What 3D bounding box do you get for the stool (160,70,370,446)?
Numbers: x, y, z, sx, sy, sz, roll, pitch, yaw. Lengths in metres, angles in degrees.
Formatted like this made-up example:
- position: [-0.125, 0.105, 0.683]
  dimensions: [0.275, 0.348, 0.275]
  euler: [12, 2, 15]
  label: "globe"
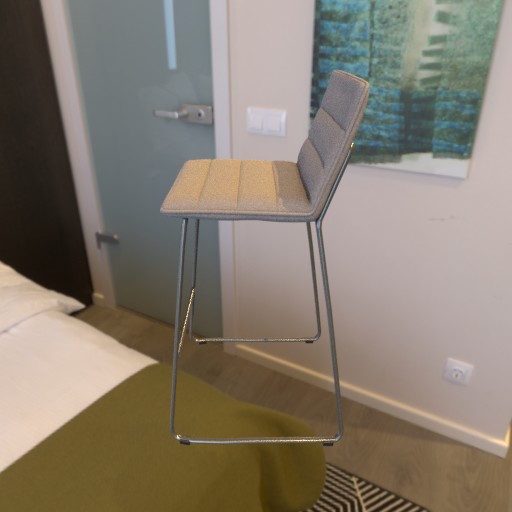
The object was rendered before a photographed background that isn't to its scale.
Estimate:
- position: [0.000, 0.000, 1.258]
  dimensions: [0.490, 0.960, 0.490]
  euler: [0, 26, 0]
  label: "stool"
